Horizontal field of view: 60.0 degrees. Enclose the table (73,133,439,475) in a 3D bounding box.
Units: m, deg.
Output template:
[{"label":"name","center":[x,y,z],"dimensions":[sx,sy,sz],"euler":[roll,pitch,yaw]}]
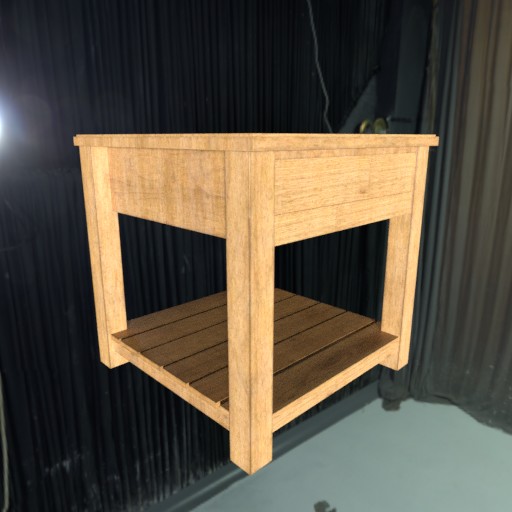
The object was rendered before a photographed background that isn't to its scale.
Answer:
[{"label":"table","center":[0.000,0.000,1.123],"dimensions":[0.612,0.593,0.616],"euler":[-14,21,-42]}]
